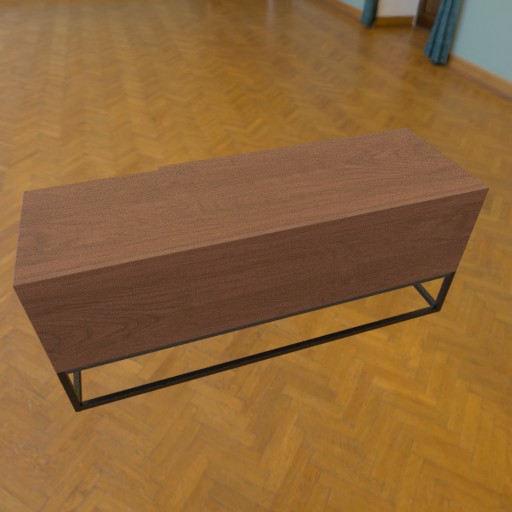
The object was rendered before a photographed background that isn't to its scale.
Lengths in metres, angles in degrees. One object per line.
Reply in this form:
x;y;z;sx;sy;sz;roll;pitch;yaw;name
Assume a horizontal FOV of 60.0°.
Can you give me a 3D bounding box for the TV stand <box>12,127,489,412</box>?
0.000;0.000;1.371;1.200;0.500;0.415;-12;42;-14;TV stand
